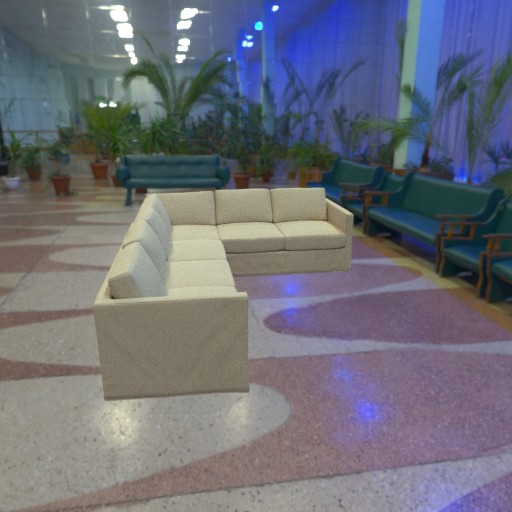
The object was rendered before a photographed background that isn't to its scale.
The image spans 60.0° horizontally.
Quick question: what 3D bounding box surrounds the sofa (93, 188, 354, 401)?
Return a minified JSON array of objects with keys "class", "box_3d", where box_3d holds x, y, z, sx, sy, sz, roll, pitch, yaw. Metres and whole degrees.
[{"class":"sofa","box_3d":[0.000,0.000,4.322,2.432,0.871,3.182,-3,18,-8]}]
